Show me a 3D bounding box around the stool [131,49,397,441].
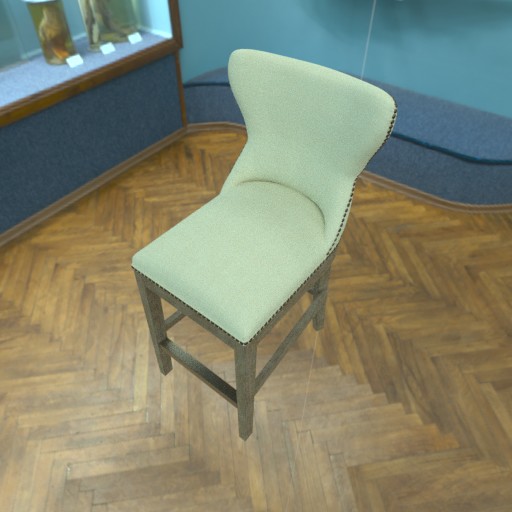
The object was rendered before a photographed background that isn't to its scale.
[{"bbox_3d":[0.000,0.000,1.332,0.498,0.981,0.608,30,53,26],"label":"stool"}]
